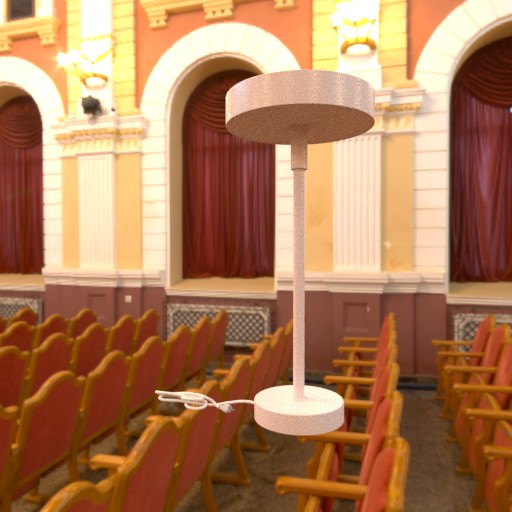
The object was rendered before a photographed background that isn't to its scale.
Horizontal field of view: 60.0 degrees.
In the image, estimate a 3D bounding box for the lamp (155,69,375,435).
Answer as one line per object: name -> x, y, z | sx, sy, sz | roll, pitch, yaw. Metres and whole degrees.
lamp -> 0.000, 0.000, 0.716 | 0.369, 0.508, 0.229 | 0, 1, 17
